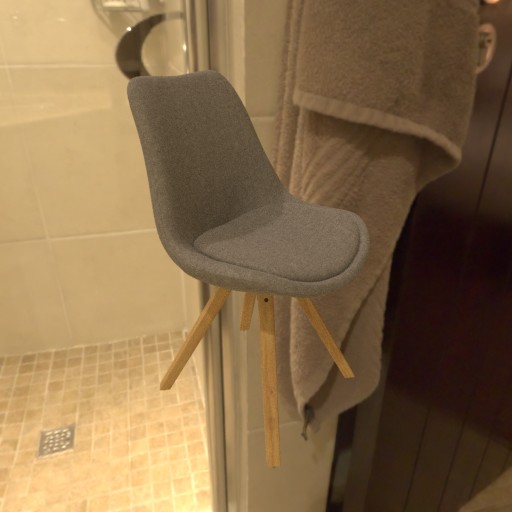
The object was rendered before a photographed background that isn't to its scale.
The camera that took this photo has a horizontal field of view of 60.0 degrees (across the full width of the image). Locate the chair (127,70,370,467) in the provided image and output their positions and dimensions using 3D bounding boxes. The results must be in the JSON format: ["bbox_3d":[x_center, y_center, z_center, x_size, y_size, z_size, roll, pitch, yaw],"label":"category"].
[{"bbox_3d":[0.000,0.000,1.162,0.550,0.865,0.483,19,33,33],"label":"chair"}]
